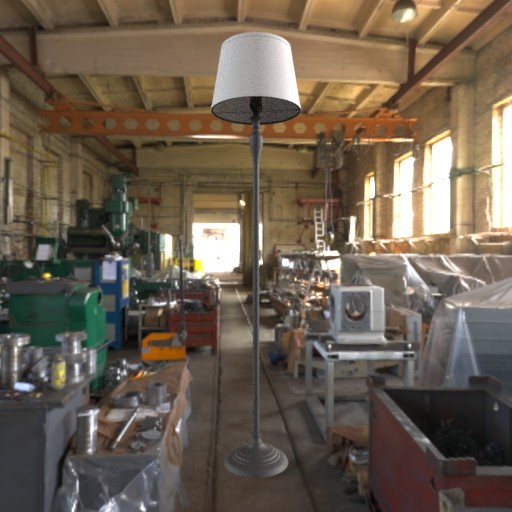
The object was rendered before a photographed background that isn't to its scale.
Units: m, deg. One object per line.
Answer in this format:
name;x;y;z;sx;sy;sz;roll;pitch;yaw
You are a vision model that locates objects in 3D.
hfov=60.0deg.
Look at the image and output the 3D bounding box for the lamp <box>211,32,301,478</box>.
lamp;0.000;0.000;1.618;0.327;1.506;0.327;0;0;-38
